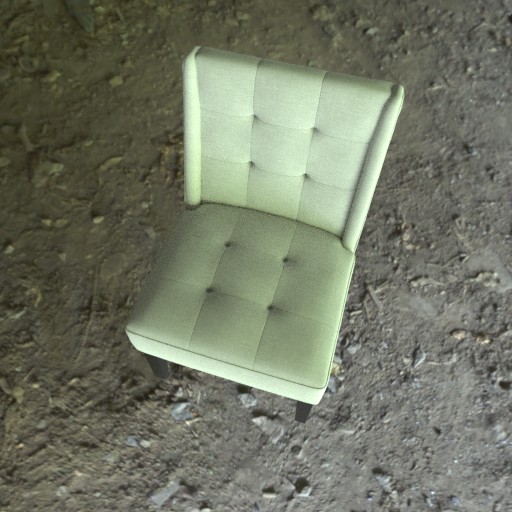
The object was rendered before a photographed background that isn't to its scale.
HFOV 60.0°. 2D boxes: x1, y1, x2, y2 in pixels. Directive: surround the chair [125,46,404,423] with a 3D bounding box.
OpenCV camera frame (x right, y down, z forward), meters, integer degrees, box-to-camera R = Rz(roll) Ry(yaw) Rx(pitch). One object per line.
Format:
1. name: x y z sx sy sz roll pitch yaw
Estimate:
1. chair: 0.000 0.000 1.305 0.569 0.853 0.676 15 60 9
